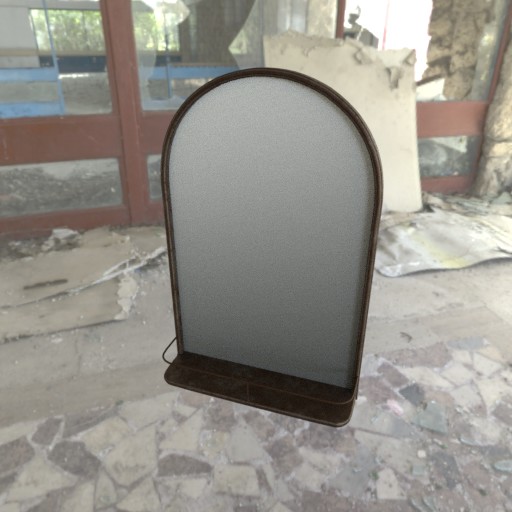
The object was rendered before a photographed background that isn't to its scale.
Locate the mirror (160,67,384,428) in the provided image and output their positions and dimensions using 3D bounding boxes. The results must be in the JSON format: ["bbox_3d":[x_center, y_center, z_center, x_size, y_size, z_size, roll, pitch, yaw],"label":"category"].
[{"bbox_3d":[0.000,0.000,0.989,0.510,0.770,0.137,9,27,17],"label":"mirror"}]
